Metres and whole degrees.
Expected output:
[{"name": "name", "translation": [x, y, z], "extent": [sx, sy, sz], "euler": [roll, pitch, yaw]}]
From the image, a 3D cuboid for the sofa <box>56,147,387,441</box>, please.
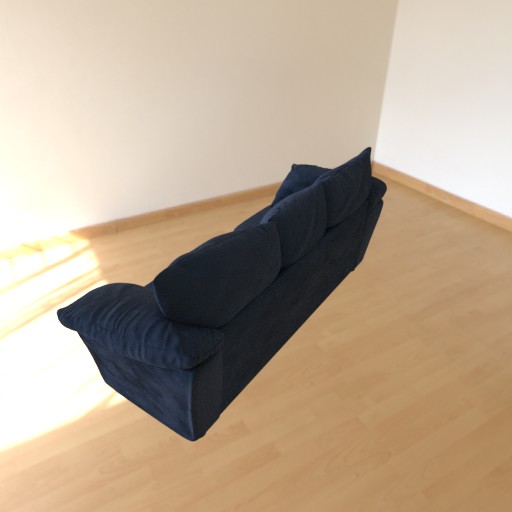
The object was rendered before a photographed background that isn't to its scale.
[{"name": "sofa", "translation": [0.000, 0.000, 2.893], "extent": [0.907, 1.091, 2.390], "euler": [20, 37, 29]}]
